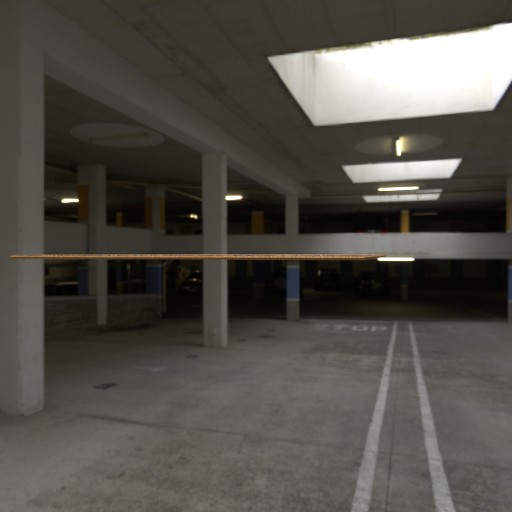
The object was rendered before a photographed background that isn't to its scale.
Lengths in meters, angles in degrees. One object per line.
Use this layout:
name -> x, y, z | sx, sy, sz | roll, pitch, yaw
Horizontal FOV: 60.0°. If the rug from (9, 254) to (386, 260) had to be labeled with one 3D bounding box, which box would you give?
rug -> 0.000, 0.000, 2.121 | 1.148, 0.013, 1.758 | 0, 0, 18
